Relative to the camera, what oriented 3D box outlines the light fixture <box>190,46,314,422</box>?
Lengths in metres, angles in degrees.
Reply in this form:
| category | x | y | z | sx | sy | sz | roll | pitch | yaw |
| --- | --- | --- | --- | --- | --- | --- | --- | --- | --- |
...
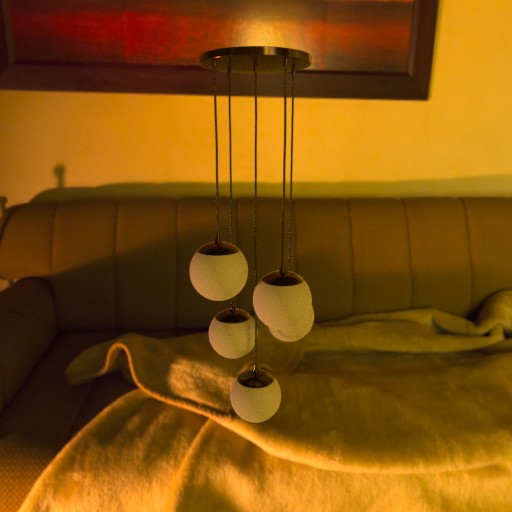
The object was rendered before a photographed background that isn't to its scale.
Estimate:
| category | x | y | z | sx | sy | sz | roll | pitch | yaw |
| --- | --- | --- | --- | --- | --- | --- | --- | --- | --- |
| light fixture | 0.000 | 0.000 | 1.534 | 0.489 | 1.271 | 0.484 | -7 | 16 | -25 |
